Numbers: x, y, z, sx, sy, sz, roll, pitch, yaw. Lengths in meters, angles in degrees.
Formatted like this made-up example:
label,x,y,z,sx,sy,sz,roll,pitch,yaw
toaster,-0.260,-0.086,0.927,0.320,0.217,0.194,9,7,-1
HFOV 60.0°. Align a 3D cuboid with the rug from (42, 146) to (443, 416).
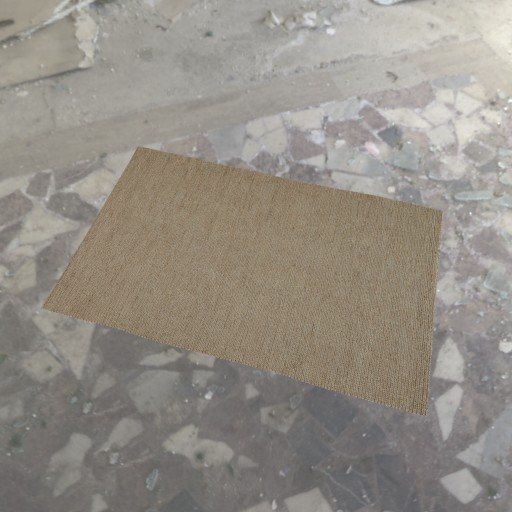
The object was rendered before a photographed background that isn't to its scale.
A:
label,x,y,z,sx,sy,sz,roll,pitch,yaw
rug,0.000,0.000,3.066,2.439,0.011,1.533,14,59,8
